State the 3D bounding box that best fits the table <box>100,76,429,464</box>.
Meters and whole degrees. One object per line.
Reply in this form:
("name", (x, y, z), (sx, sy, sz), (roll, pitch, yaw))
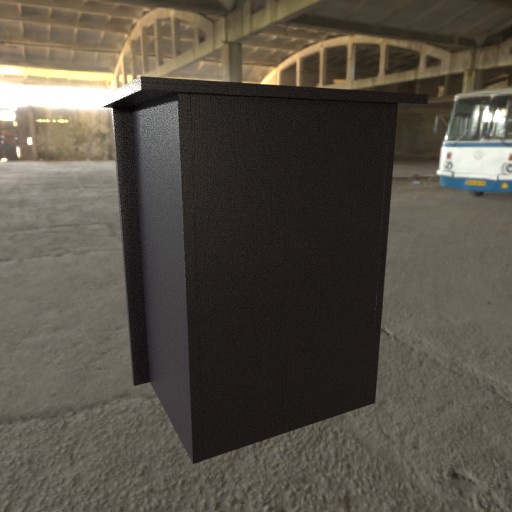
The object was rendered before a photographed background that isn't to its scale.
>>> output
("table", (0.000, 0.000, 1.048), (0.589, 0.711, 0.408), (-7, 16, -26))
